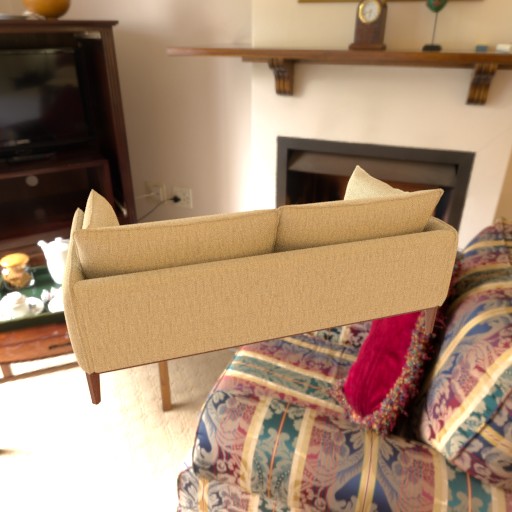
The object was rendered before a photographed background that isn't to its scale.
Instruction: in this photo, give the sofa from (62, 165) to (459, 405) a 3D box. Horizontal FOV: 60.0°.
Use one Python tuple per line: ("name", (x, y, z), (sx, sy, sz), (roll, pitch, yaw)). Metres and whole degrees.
("sofa", (0.000, 0.000, 2.538), (1.989, 0.860, 0.991), (-8, 28, -16))
